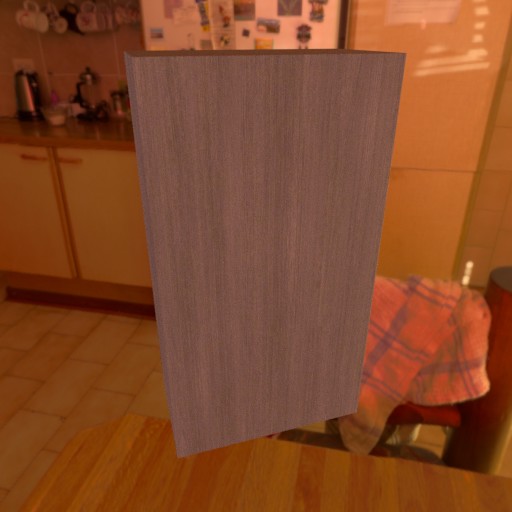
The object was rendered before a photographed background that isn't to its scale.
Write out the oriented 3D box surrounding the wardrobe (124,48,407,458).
[{"bbox_3d":[0.000,0.000,2.159,0.991,1.808,0.577,-8,28,-16],"label":"wardrobe"}]
